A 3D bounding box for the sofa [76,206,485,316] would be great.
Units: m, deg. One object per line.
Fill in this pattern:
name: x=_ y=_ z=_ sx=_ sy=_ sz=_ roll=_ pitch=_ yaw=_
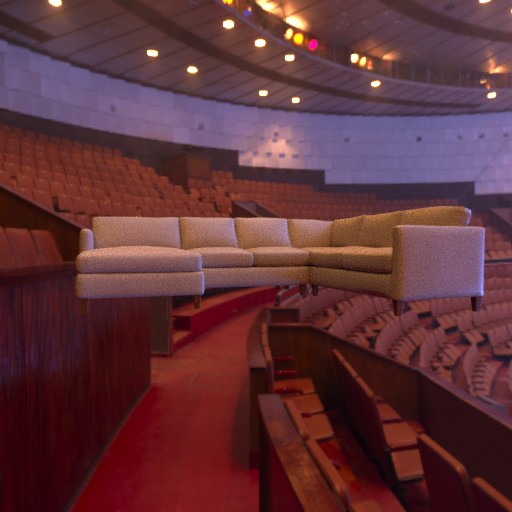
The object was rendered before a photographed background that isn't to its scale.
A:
sofa: x=0.000 y=0.000 z=4.574 sx=3.460 sy=0.961 sz=2.594 roll=0 pitch=1 yaw=-18
